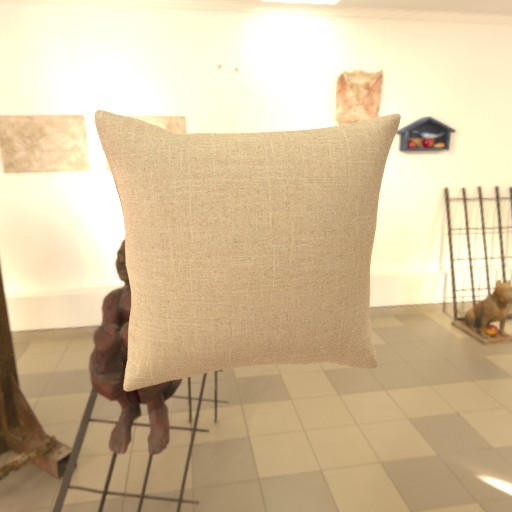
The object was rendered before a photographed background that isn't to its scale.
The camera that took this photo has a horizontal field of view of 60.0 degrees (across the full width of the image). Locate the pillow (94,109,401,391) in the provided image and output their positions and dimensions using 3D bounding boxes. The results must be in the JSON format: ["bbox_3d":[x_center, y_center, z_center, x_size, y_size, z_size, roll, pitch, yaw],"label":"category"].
[{"bbox_3d":[0.000,0.000,0.642,0.414,0.399,0.173,-3,15,-10],"label":"pillow"}]
